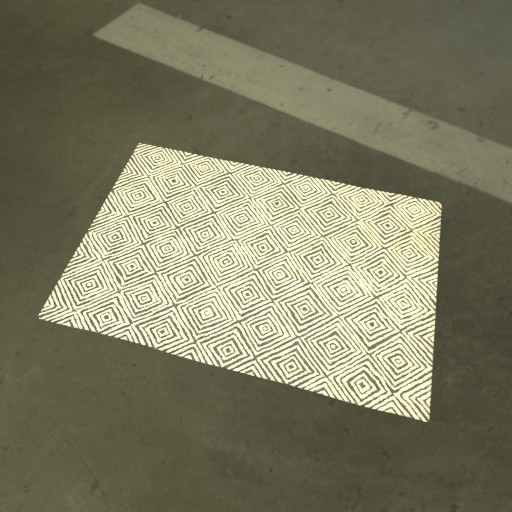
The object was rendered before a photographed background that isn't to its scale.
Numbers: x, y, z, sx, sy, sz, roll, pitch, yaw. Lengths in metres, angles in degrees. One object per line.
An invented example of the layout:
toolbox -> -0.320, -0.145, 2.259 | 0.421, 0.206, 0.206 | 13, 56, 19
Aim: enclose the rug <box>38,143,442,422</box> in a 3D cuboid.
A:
rug -> 0.000, 0.000, 2.201 | 1.750, 0.004, 1.177 | 13, 58, 8
